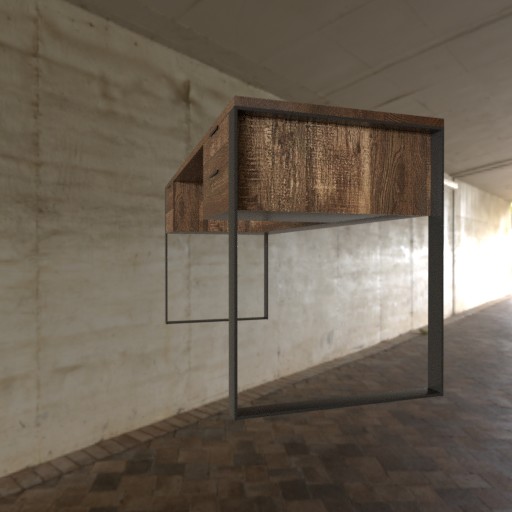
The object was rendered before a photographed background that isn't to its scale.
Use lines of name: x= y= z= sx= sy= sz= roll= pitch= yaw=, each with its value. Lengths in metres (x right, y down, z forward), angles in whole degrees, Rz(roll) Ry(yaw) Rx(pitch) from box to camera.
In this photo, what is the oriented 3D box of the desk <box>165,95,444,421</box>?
desk: x=0.000 y=0.000 z=1.853 sx=0.599 sy=0.762 sz=1.524 roll=0 pitch=0 yaw=-18
